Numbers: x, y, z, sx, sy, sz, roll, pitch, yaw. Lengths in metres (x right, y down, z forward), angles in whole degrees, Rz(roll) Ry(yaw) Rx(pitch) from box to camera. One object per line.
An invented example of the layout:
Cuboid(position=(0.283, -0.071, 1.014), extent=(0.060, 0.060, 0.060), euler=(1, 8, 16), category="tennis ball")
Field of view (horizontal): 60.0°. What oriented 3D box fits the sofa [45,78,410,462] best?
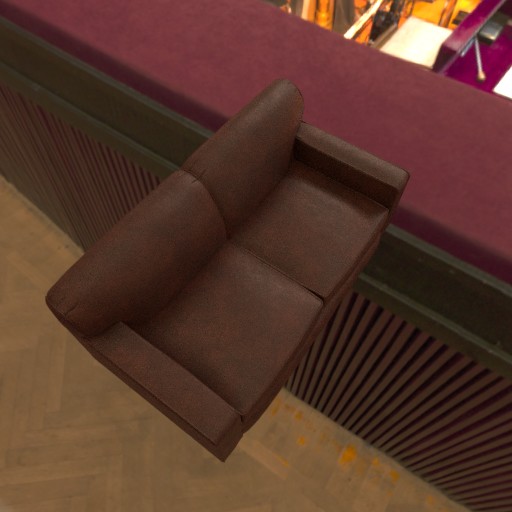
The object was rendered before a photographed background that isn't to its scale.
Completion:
Cuboid(position=(0.000, 0.000, 2.475), extent=(1.000, 0.966, 1.856), euler=(31, 63, 18), category="sofa")
